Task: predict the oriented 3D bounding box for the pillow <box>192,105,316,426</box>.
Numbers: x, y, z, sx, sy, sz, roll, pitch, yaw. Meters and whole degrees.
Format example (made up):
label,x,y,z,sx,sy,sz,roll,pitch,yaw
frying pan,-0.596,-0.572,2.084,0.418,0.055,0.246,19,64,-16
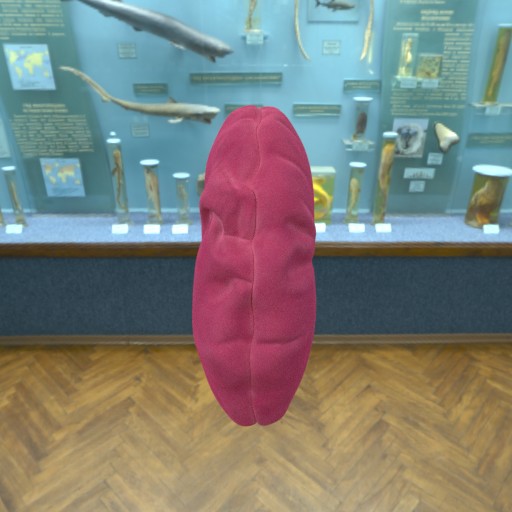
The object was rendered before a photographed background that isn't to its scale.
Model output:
label,x,y,z,sx,sy,sz,roll,pitch,yaw
pillow,0.000,0.000,0.633,0.148,0.407,0.428,0,27,1
